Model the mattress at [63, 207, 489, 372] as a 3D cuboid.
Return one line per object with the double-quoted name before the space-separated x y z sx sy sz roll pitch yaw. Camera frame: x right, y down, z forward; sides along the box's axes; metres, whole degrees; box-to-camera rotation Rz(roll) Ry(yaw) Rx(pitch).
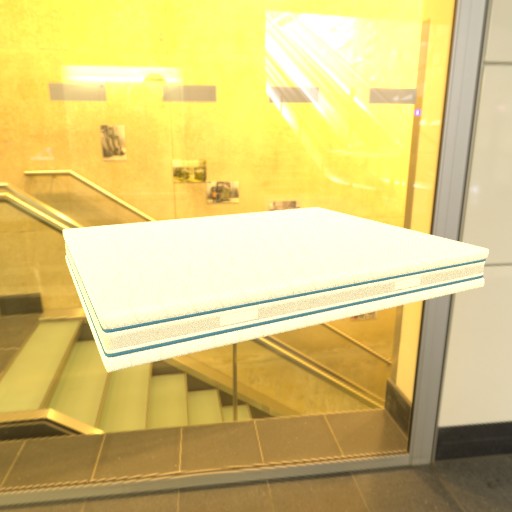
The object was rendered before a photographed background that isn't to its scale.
"mattress" 0.000 0.000 2.651 2.000 0.230 1.600 -8 17 -26
